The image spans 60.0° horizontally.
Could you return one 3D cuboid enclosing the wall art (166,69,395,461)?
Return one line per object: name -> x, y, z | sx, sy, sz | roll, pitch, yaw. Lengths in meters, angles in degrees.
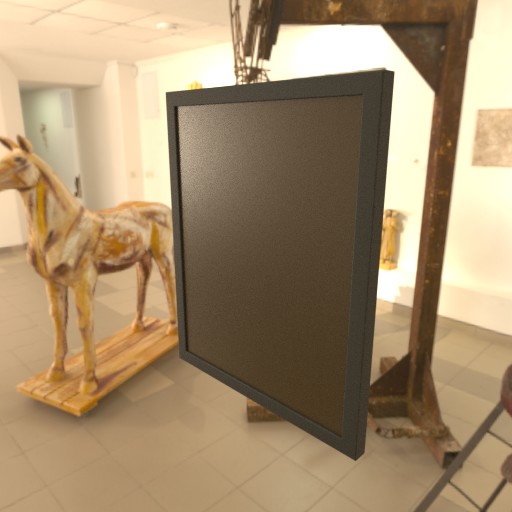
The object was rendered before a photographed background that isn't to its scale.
wall art -> 0.000, 0.000, 0.767 | 0.457, 0.558, 0.028 | 15, 22, 43
